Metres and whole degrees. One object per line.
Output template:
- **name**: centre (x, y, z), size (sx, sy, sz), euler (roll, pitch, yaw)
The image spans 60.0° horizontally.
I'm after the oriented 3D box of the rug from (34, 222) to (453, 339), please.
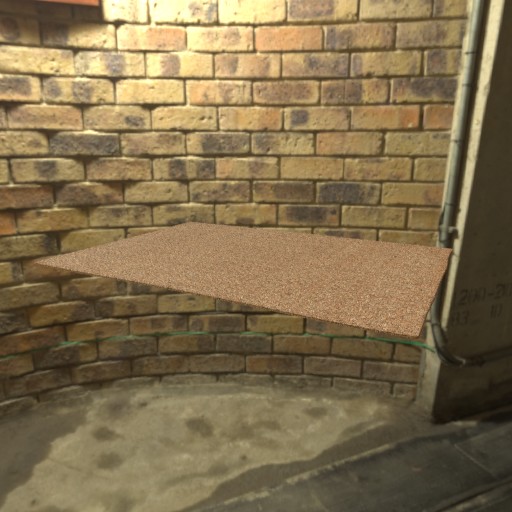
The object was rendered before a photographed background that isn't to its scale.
- **rug**: centre (0.000, 0.000, 2.736), size (2.141, 0.013, 1.566), euler (8, 16, 27)
